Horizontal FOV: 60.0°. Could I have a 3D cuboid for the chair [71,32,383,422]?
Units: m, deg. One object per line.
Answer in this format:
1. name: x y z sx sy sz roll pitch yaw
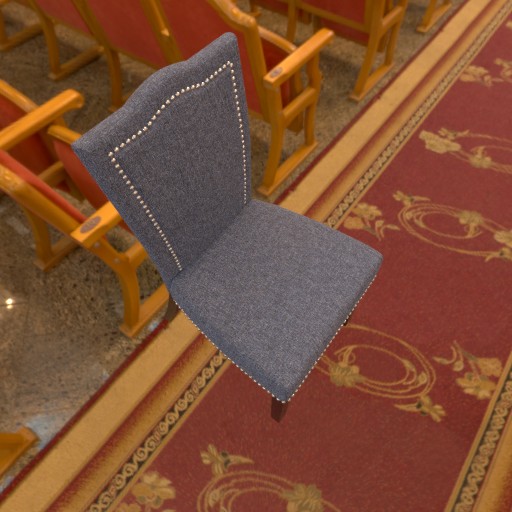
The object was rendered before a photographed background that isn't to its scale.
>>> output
1. chair: 0.000 0.000 1.256 0.589 0.946 0.518 32 63 19
